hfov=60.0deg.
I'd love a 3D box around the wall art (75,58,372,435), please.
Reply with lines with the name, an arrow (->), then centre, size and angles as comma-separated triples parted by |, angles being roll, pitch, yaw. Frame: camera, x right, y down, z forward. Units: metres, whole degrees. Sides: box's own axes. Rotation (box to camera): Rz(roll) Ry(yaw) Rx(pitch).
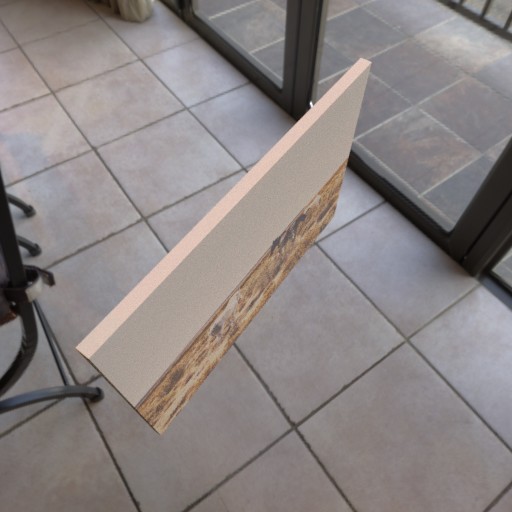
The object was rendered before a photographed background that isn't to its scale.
wall art -> 0.000, 0.000, 1.889 | 0.051, 1.016, 1.520 | 31, 63, 18
